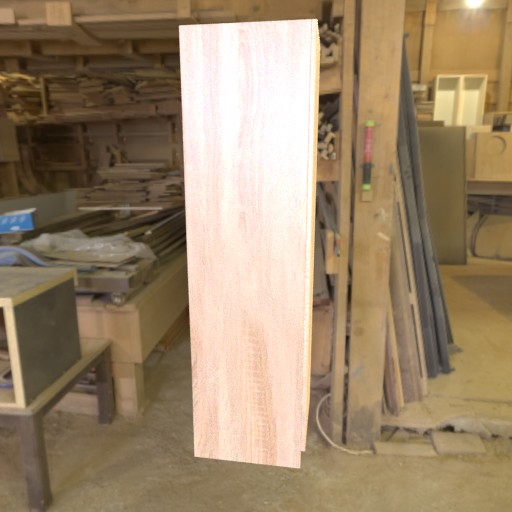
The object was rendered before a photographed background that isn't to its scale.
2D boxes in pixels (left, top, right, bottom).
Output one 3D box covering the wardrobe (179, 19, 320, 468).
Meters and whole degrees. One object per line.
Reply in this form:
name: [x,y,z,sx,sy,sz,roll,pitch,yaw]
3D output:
wardrobe: [0.000,0.000,2.328,0.588,2.117,0.496,2,13,9]
